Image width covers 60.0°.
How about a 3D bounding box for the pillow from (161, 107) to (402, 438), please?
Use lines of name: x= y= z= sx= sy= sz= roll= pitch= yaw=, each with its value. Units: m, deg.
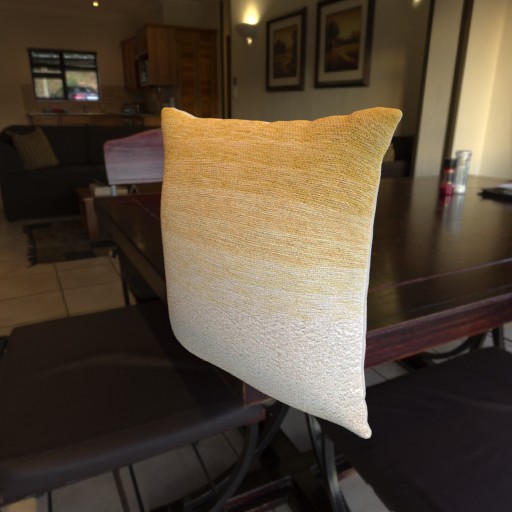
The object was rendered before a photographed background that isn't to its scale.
pillow: x=0.000 y=0.000 z=0.706 sx=0.450 sy=0.450 sz=0.211 roll=16 pitch=24 yaw=41
